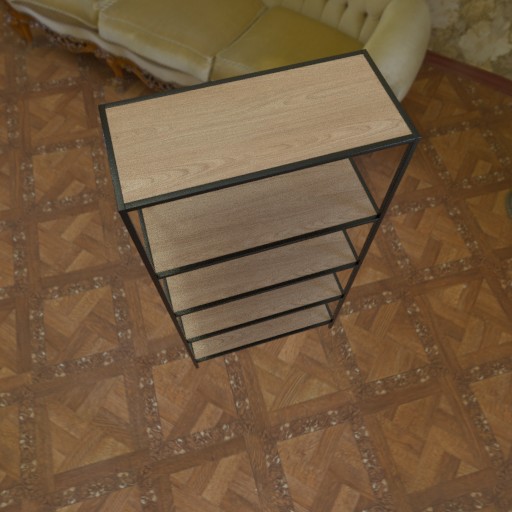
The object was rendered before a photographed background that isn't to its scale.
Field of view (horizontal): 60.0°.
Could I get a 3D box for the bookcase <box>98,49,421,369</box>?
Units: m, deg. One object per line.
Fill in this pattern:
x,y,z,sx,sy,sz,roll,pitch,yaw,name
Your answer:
0.000,0.000,1.809,0.770,1.500,0.350,-15,63,-8,bookcase
